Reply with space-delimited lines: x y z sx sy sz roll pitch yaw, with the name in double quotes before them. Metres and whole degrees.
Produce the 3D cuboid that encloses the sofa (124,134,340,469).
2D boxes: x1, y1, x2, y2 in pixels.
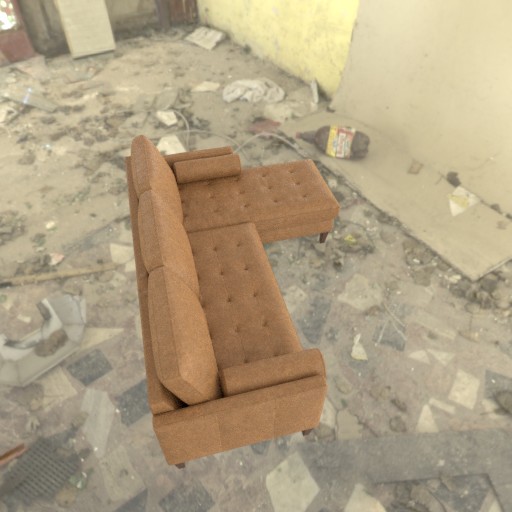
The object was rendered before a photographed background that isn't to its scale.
"sofa" 0.000 0.000 2.931 1.506 0.876 2.178 -11 47 -10
